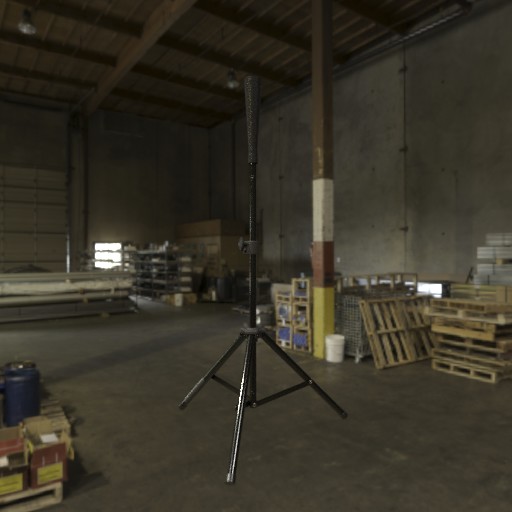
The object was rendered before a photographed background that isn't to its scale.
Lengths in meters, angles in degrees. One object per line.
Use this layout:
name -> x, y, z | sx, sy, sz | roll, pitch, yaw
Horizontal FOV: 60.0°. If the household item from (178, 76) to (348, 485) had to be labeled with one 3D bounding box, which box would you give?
household item -> 0.000, 0.000, 1.396 | 0.559, 1.067, 0.559 | 0, 0, -36
